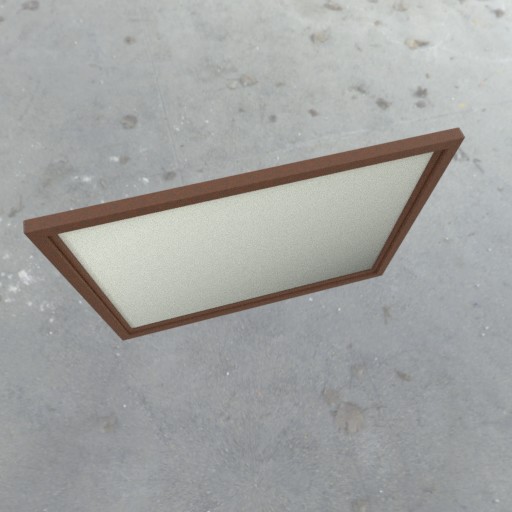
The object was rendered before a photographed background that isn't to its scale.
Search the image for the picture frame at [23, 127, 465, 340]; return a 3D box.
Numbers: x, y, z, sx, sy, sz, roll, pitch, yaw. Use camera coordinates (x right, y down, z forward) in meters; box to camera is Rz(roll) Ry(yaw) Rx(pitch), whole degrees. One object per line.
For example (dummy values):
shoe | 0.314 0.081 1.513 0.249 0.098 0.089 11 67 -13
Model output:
picture frame | 0.000 0.000 1.753 1.329 1.018 0.045 -13 63 -7
